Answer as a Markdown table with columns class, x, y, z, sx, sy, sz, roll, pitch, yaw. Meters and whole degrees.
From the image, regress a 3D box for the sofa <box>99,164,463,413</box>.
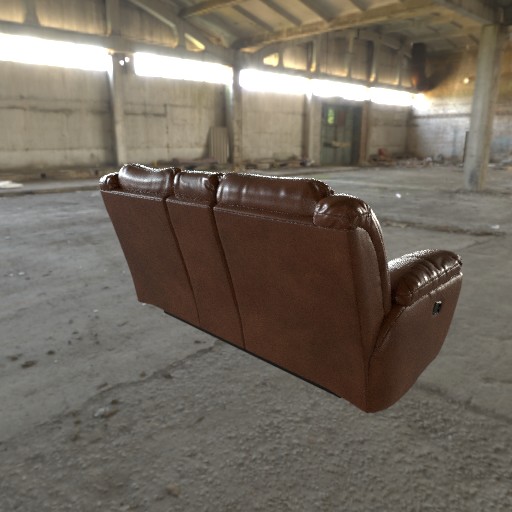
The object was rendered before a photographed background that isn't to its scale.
| class | x | y | z | sx | sy | sz | roll | pitch | yaw |
| --- | --- | --- | --- | --- | --- | --- | --- | --- | --- |
| sofa | 0.000 | 0.000 | 2.614 | 0.991 | 1.043 | 2.058 | -14 | 20 | -42 |
